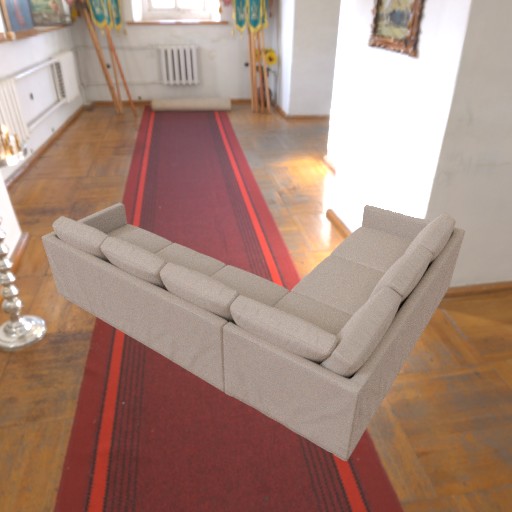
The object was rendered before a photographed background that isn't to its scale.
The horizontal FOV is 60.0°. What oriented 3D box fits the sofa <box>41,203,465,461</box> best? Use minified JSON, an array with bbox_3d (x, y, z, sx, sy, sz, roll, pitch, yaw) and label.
[{"bbox_3d":[0.000,0.000,4.289,3.182,0.871,2.432,21,38,29],"label":"sofa"}]
